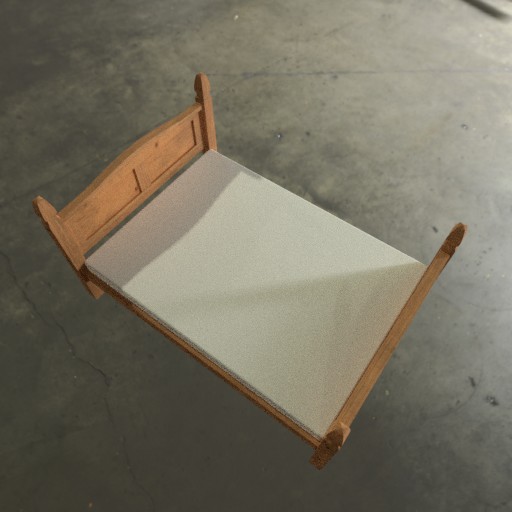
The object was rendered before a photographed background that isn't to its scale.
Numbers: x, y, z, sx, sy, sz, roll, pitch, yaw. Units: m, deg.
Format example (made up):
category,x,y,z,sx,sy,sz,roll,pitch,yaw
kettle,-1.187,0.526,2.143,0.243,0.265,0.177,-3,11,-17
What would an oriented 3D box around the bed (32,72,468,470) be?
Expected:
category,x,y,z,sx,sy,sz,roll,pitch,yaw
bed,0.000,0.000,2.905,2.069,1.100,1.490,32,62,19
